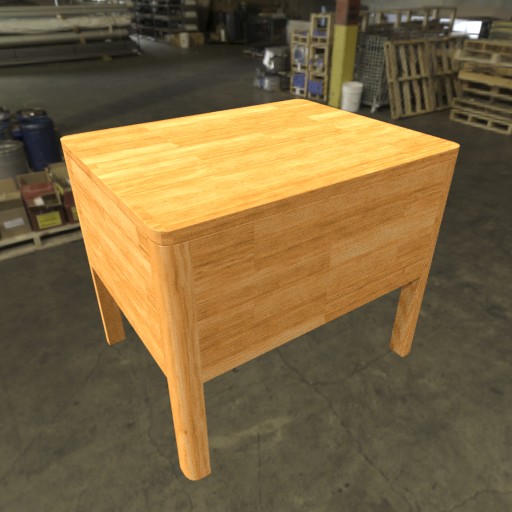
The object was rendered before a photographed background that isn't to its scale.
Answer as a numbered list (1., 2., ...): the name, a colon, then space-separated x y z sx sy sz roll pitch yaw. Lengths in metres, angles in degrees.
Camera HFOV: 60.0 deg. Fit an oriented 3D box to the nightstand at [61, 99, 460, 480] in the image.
1. nightstand: 0.000 0.000 0.896 0.560 0.470 0.440 -20 37 -29
